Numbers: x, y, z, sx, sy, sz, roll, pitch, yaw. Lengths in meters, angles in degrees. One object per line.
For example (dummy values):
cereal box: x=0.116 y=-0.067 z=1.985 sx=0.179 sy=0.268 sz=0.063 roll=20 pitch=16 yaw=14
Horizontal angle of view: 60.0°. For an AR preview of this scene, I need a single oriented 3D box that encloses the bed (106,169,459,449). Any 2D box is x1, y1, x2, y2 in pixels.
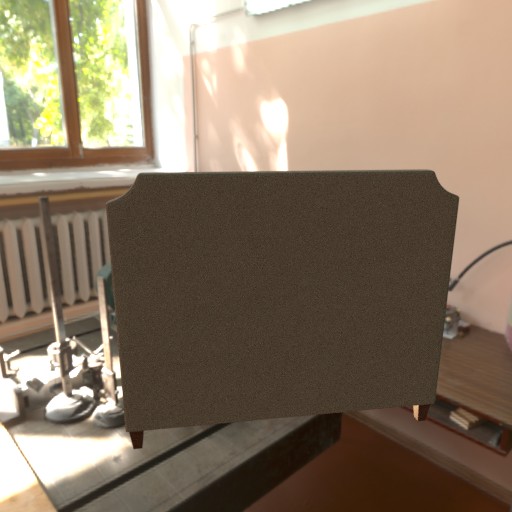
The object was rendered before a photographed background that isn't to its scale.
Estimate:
bed: x=0.000 y=0.000 z=3.321 sx=1.703 sy=1.415 sz=2.329 roll=-2 pitch=15 yaw=-8
